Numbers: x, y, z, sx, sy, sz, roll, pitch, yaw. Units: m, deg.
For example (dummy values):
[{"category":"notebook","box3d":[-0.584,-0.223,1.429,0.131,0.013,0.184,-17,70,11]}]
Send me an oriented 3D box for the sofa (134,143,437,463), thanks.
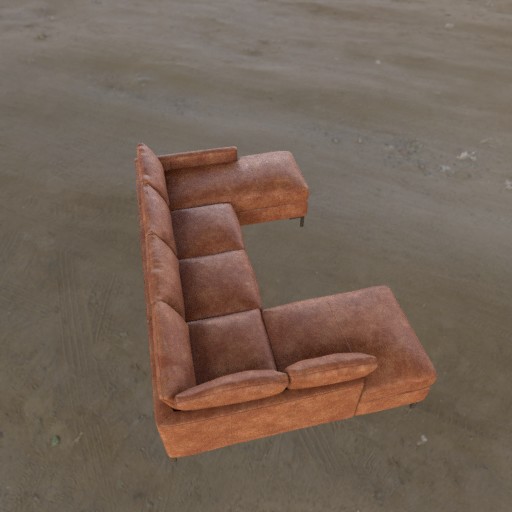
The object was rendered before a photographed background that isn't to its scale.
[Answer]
[{"category":"sofa","box3d":[0.000,0.000,3.950,1.939,0.900,2.956,-10,48,-9]}]
